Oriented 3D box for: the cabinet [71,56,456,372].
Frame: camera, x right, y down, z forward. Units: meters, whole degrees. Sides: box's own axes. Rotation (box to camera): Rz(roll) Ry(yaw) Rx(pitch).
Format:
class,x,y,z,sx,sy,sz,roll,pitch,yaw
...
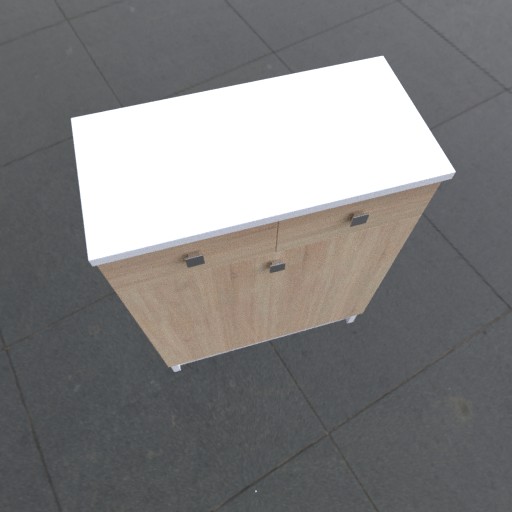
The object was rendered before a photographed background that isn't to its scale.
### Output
class,x,y,z,sx,sy,sz,roll,pitch,yaw
cabinet,0.000,0.000,1.115,0.600,0.815,0.296,-14,63,-7
